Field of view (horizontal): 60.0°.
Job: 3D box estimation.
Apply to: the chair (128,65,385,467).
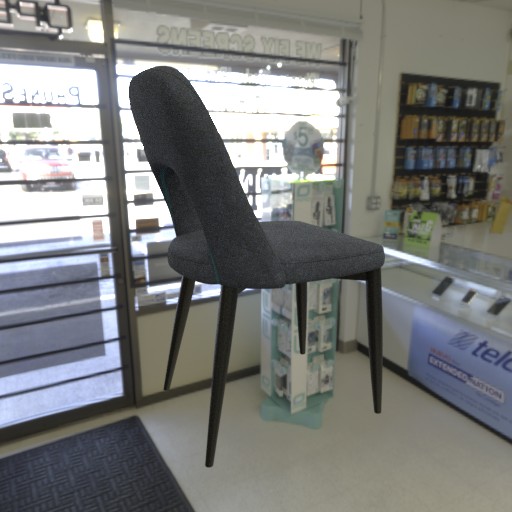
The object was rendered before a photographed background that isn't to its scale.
[{"bbox_3d":[0.000,0.000,1.239,0.612,0.931,0.470,-7,16,-25],"label":"chair"}]
